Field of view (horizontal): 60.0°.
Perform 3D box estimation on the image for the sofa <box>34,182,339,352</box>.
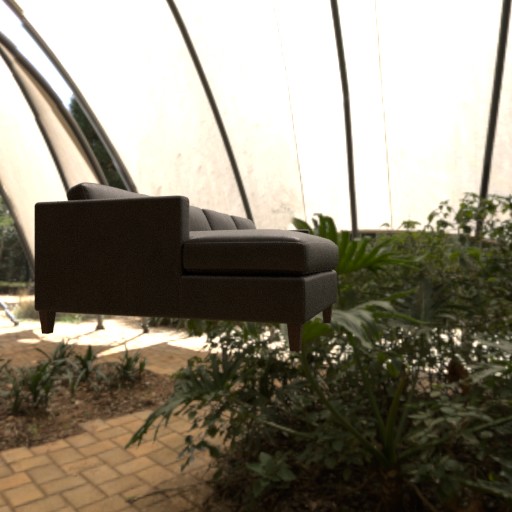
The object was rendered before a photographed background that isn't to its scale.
[{"bbox_3d":[0.000,0.000,3.757,1.581,0.883,3.203,0,0,18],"label":"sofa"}]
